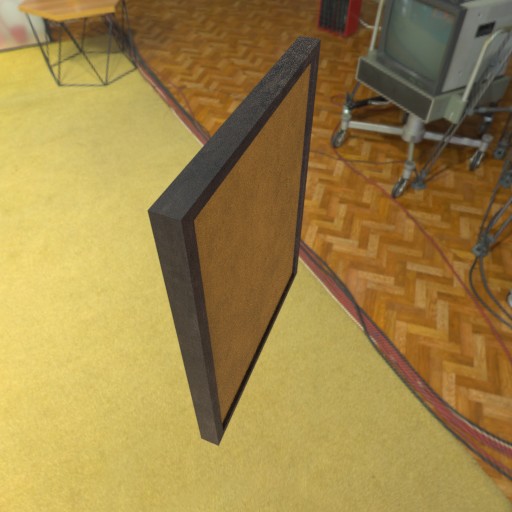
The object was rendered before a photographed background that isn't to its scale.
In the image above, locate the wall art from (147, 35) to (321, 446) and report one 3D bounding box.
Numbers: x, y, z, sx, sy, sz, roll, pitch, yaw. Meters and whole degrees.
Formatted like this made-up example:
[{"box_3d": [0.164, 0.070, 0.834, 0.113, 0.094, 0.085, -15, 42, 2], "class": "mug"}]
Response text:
[{"box_3d": [0.000, 0.000, 0.551, 0.027, 0.406, 0.329, 17, 49, 15], "class": "wall art"}]
